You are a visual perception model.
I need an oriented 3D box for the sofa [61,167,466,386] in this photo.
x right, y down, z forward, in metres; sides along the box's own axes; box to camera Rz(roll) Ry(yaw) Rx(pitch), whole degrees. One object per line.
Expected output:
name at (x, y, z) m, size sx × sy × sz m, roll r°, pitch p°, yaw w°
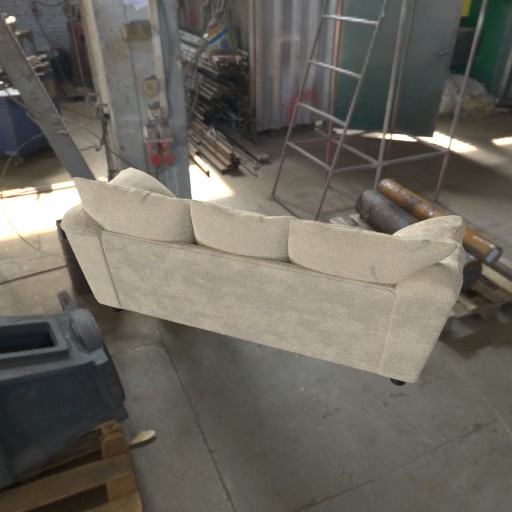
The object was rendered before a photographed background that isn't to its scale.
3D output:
sofa at (0.000, 0.000, 2.825) m, size 2.377 × 0.981 × 0.893 m, roll 11°, pitch 34°, yaw 17°
